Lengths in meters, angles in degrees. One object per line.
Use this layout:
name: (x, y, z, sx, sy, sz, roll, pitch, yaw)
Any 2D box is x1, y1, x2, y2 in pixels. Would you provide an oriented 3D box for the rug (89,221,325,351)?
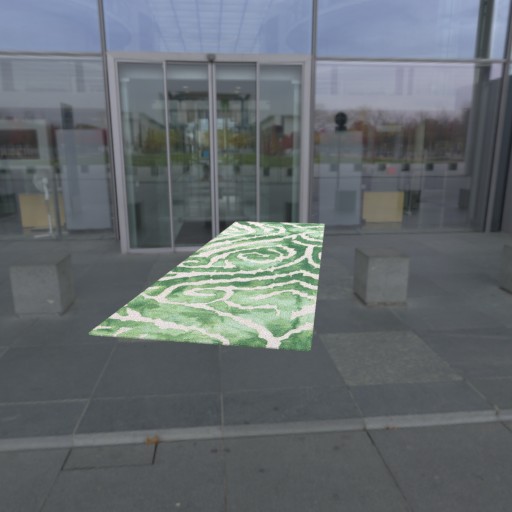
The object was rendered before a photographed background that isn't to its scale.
rug: (0.000, 0.000, 2.629, 0.761, 0.006, 2.438, 2, 14, 9)
